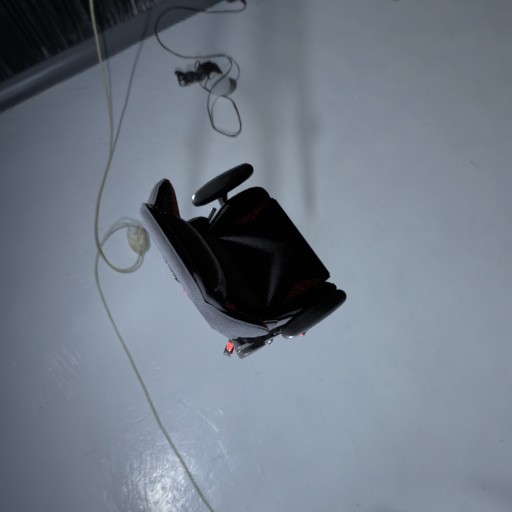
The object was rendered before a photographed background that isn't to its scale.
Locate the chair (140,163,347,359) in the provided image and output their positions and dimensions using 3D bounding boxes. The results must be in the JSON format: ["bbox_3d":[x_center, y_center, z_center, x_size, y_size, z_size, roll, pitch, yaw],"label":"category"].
[{"bbox_3d":[0.000,0.000,1.728,0.658,1.326,0.695,-33,77,-8],"label":"chair"}]
